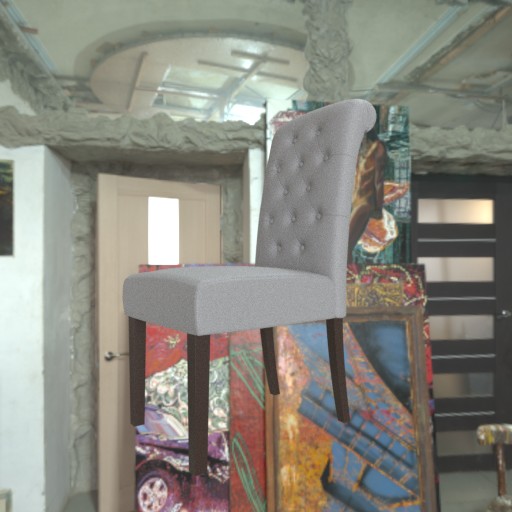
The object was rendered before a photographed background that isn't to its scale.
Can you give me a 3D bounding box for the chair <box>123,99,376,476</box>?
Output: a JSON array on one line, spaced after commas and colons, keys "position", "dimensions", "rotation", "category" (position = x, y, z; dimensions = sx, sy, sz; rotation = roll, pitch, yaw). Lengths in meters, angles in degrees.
[{"position": [0.000, 0.000, 1.363], "dimensions": [0.671, 1.006, 0.456], "rotation": [0, 0, -37], "category": "chair"}]
